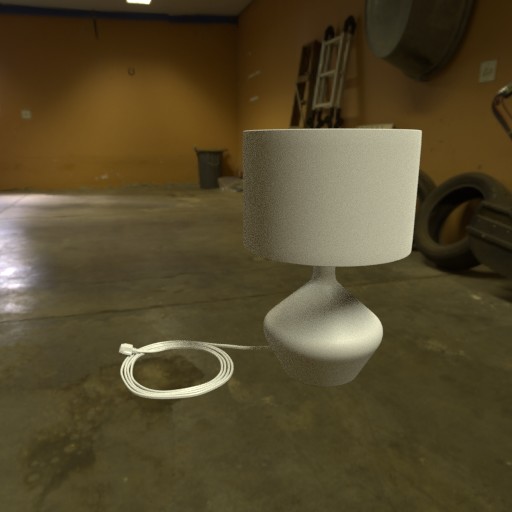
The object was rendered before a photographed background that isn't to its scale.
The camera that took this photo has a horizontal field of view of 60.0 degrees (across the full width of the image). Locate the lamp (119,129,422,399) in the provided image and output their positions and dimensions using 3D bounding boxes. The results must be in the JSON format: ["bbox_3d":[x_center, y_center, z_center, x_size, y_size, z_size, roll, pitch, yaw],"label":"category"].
[{"bbox_3d":[0.000,0.000,0.846,0.546,0.457,0.401,7,16,26],"label":"lamp"}]
